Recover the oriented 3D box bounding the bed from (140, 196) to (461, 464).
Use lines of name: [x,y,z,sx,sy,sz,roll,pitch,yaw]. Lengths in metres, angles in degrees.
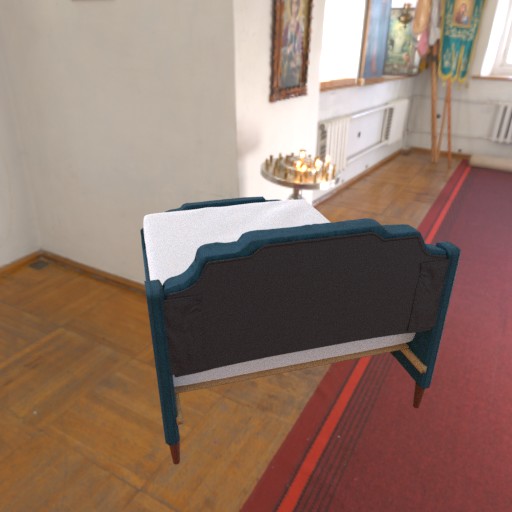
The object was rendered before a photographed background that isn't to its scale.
bed: [0.000,0.000,3.395,1.676,1.351,2.322,-7,28,-14]
